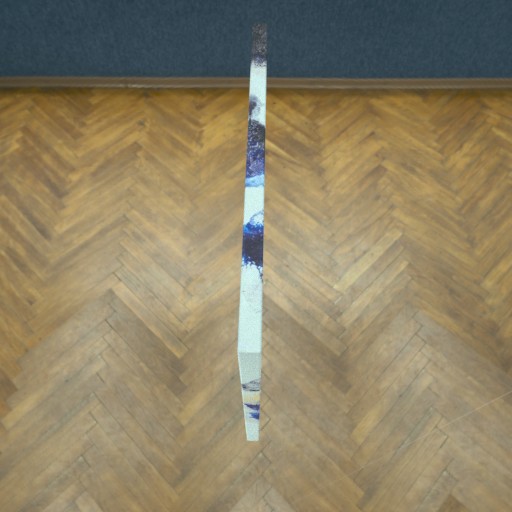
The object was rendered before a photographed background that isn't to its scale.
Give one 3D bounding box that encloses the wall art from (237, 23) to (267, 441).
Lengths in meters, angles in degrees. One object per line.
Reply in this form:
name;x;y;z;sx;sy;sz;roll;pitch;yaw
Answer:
wall art;0.000;0.000;1.305;0.038;0.885;0.887;1;59;1
